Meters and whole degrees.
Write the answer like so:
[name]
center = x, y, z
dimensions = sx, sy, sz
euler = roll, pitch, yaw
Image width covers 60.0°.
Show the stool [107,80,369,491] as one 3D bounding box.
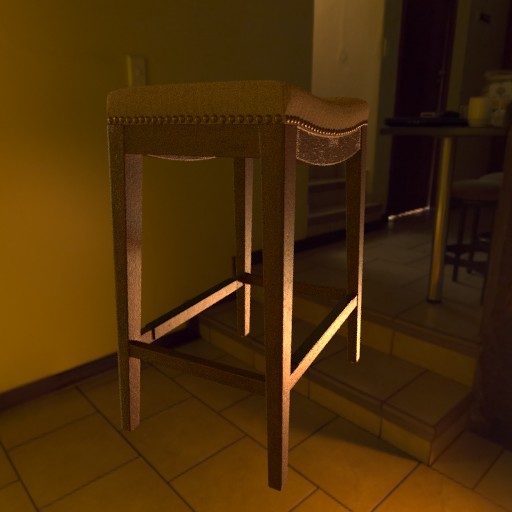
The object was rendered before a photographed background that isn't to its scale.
[stool]
center = 0.000, 0.000, 0.951
dimensions = 0.356, 0.660, 0.508
euler = 8, 18, 26
